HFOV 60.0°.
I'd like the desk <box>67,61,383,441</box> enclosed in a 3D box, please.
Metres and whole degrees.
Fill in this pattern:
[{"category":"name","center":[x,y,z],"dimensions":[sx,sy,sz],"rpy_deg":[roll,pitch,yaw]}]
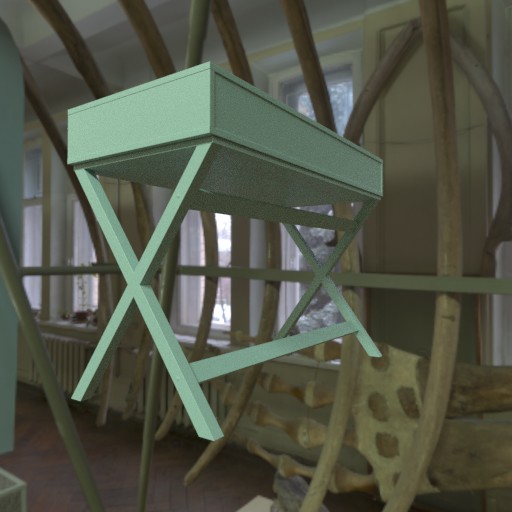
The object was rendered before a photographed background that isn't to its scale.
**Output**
[{"category":"desk","center":[0.000,0.000,1.481],"dimensions":[0.509,0.780,1.059],"rpy_deg":[-1,-1,35]}]
